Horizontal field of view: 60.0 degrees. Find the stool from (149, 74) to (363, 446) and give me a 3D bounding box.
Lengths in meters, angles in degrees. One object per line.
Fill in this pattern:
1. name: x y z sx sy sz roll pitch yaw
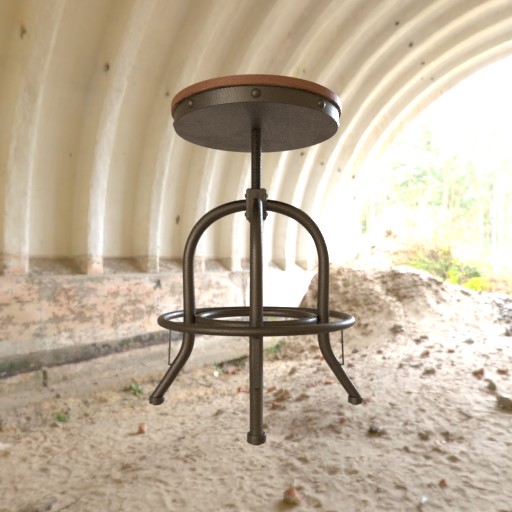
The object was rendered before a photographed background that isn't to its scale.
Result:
1. stool: 0.000 0.000 0.918 0.439 0.609 0.439 0 -1 0
